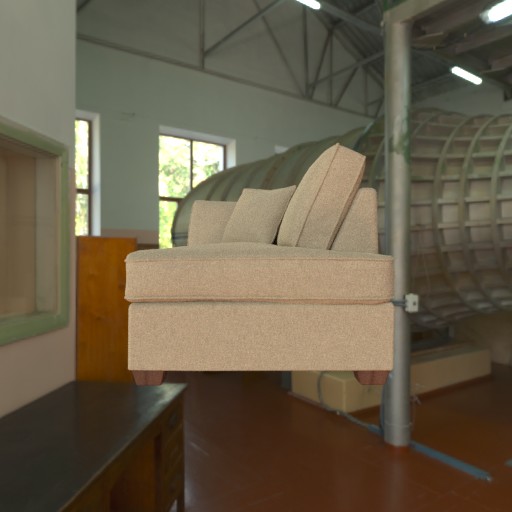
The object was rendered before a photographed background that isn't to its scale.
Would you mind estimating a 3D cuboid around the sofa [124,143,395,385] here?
[{"bbox_3d":[0.000,0.000,2.839,1.110,1.033,2.237,0,0,-1],"label":"sofa"}]
